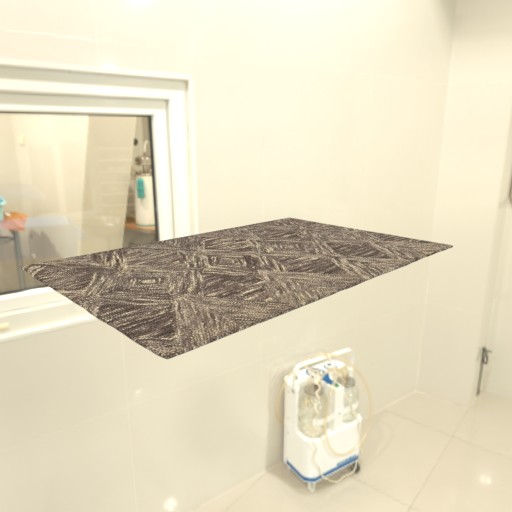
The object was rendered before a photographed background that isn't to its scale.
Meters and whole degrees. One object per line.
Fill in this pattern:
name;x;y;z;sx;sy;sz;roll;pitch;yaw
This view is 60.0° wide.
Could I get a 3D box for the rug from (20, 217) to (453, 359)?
rug;0.000;0.000;2.187;1.814;0.012;1.186;-14;21;-42
